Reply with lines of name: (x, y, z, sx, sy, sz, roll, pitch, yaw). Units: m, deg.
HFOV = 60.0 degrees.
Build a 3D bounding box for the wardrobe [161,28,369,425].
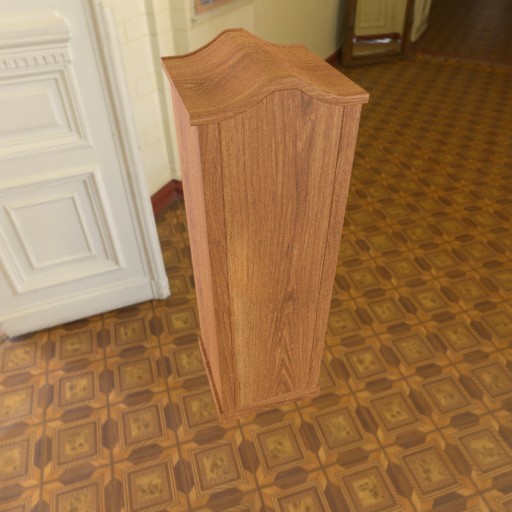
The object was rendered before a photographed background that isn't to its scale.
wardrobe: (0.000, 0.000, 2.128, 0.590, 1.870, 0.570, -12, 42, -13)
